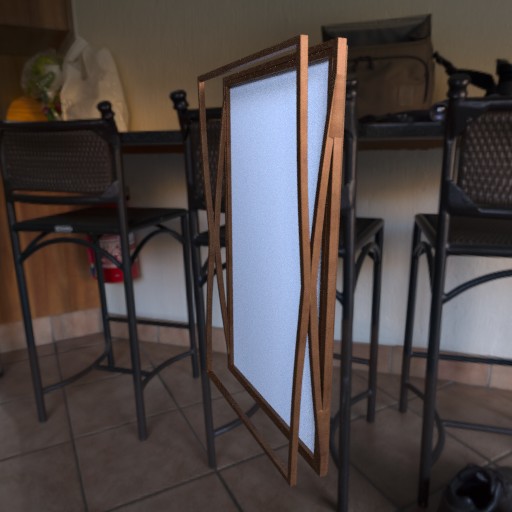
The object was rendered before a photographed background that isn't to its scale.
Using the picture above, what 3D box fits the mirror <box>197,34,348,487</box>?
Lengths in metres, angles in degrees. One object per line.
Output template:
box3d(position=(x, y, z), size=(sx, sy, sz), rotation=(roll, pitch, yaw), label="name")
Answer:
box3d(position=(0.000, 0.000, 0.943), size=(0.082, 0.768, 0.468), rotation=(-7, 16, -25), label="mirror")
